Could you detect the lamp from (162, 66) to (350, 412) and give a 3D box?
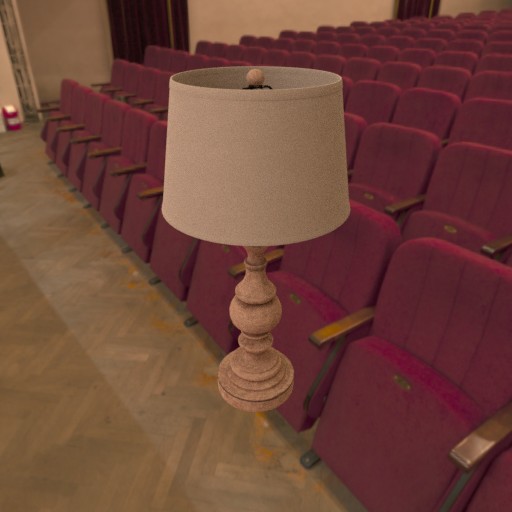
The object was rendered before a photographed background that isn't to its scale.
[{"bbox_3d":[0.000,0.000,0.867,0.340,0.678,0.340,0,29,0],"label":"lamp"}]
